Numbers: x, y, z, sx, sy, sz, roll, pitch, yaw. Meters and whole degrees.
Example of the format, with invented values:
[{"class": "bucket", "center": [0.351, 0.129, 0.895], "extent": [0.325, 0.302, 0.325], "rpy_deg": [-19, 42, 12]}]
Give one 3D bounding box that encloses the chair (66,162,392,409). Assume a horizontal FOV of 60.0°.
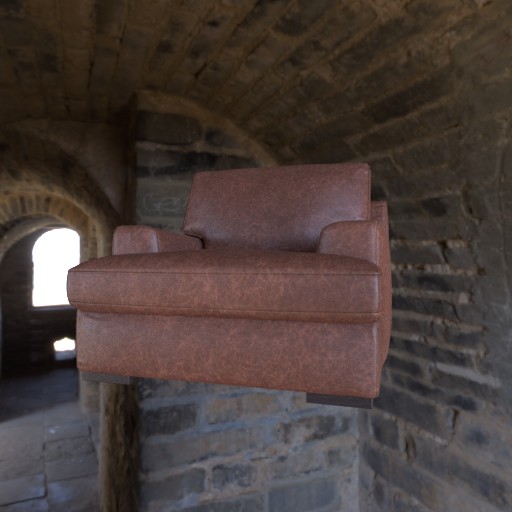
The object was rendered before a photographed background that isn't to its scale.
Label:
[{"class": "chair", "center": [0.000, 0.000, 1.999], "extent": [1.168, 0.939, 1.143], "rpy_deg": [0, 0, 17]}]
